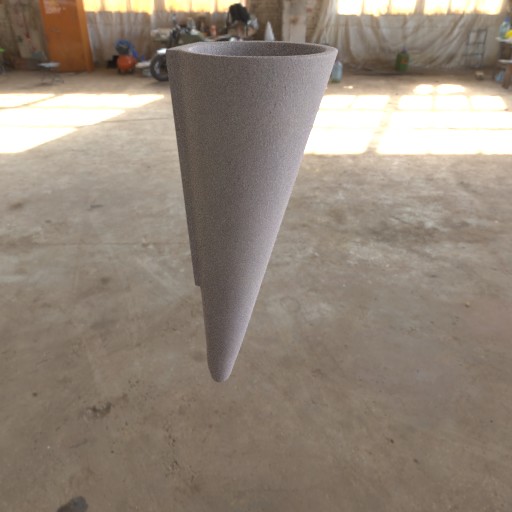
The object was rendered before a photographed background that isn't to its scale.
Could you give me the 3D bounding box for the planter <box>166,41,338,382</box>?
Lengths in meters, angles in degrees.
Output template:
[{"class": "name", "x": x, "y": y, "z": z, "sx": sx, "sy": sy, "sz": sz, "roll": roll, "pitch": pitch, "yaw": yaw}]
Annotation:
[{"class": "planter", "x": 0.000, "y": 0.000, "z": 0.303, "sx": 0.087, "sy": 0.259, "sz": 0.078, "roll": 10, "pitch": 32, "yaw": 16}]
